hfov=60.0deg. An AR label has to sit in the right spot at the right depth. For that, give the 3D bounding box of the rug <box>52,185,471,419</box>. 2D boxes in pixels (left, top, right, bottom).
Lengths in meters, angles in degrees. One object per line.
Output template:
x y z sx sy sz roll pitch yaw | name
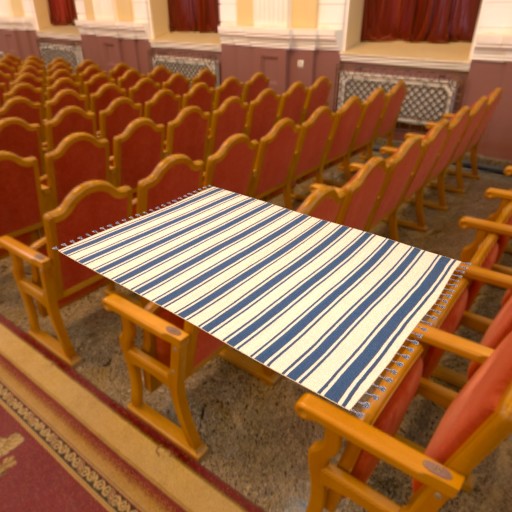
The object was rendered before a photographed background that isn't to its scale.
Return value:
0.000 0.000 2.897 2.315 0.010 1.544 21 36 33 | rug
